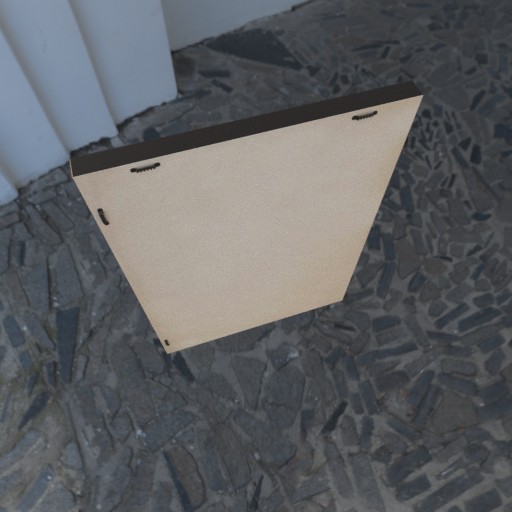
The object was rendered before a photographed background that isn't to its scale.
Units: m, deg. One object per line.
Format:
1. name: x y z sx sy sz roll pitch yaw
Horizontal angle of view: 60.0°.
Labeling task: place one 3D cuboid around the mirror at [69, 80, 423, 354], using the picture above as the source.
1. mirror: 0.000 0.000 0.922 0.507 0.710 0.040 -16 61 -9
